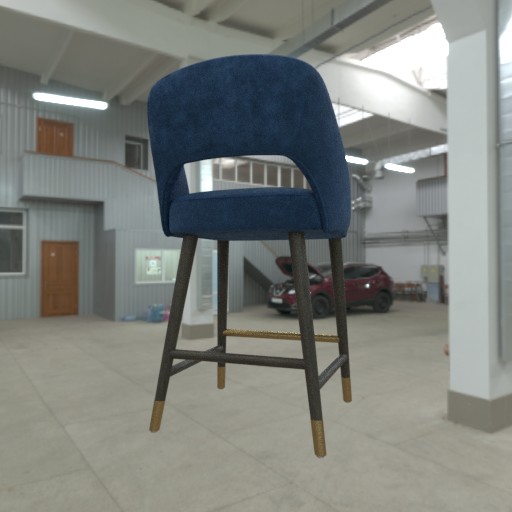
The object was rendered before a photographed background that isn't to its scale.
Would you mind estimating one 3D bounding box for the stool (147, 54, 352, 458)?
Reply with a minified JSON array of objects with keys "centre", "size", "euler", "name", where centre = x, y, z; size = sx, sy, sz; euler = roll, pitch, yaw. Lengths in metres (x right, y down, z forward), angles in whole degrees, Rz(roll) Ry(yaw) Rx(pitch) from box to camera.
[{"centre":[0.000,0.000,1.260],"size":[0.536,0.925,0.524],"euler":[0,-1,20],"name":"stool"}]
